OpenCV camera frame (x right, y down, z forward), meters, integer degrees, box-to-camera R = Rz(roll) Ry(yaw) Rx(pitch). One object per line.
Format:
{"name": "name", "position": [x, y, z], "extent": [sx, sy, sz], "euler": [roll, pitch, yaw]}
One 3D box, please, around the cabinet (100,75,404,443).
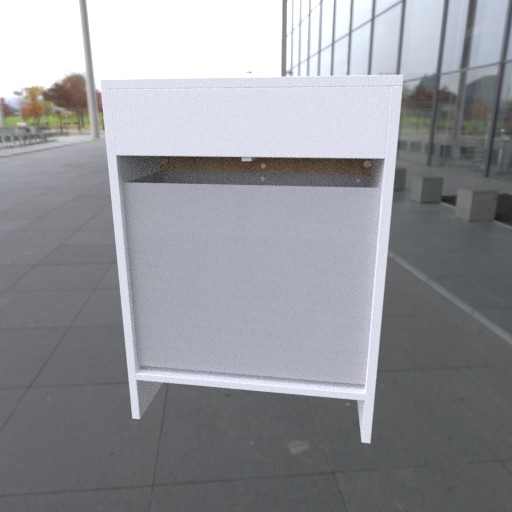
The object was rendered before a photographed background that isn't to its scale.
{"name": "cabinet", "position": [0.000, 0.000, 1.118], "extent": [0.600, 0.815, 0.296], "euler": [3, 17, 8]}
